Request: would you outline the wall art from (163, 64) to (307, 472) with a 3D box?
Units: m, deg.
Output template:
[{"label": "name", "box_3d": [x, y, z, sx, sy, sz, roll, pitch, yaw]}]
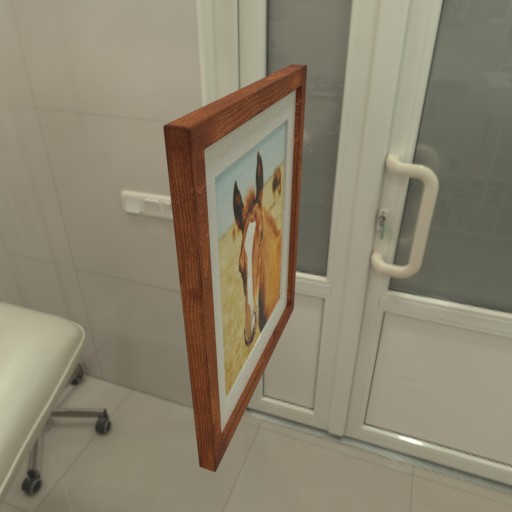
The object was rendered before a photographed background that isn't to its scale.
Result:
[{"label": "wall art", "box_3d": [0.000, 0.000, 0.769, 0.030, 0.558, 0.462, 11, 33, 17]}]
